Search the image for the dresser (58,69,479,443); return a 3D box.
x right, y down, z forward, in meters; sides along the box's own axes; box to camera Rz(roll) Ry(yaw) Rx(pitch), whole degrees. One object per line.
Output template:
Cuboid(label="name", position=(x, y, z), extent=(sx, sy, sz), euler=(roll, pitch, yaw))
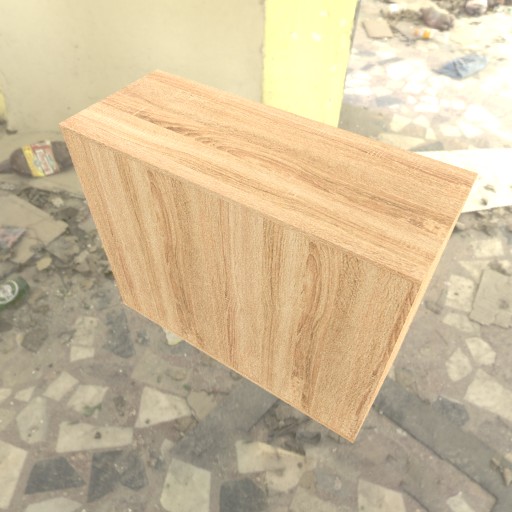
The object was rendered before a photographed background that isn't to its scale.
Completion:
Cuboid(label="dresser", position=(0.000, 0.000, 1.559), extent=(1.100, 0.900, 0.450), euler=(26, 52, 22))
